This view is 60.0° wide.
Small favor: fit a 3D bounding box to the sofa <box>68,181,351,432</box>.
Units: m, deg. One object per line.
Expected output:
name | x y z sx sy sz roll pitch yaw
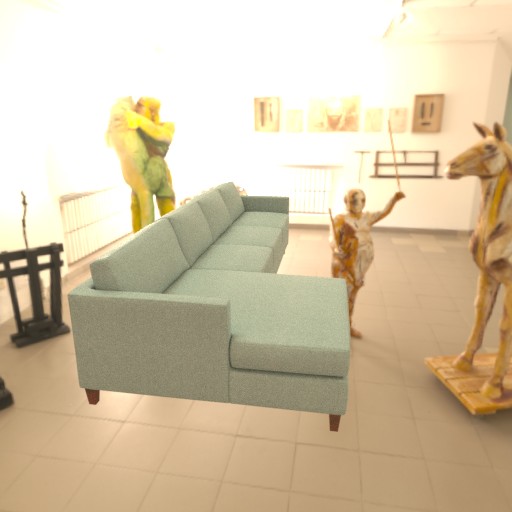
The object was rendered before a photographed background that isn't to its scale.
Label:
sofa | 0.000 0.000 4.046 1.600 0.953 3.470 3 17 9
